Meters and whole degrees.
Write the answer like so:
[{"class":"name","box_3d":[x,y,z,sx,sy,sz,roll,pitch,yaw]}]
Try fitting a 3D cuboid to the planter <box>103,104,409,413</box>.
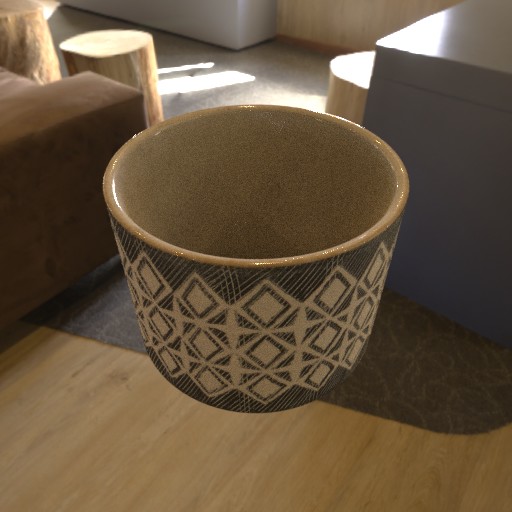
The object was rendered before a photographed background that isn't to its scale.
[{"class":"planter","box_3d":[0.000,0.000,0.223,0.126,0.104,0.126,0,42,0]}]
